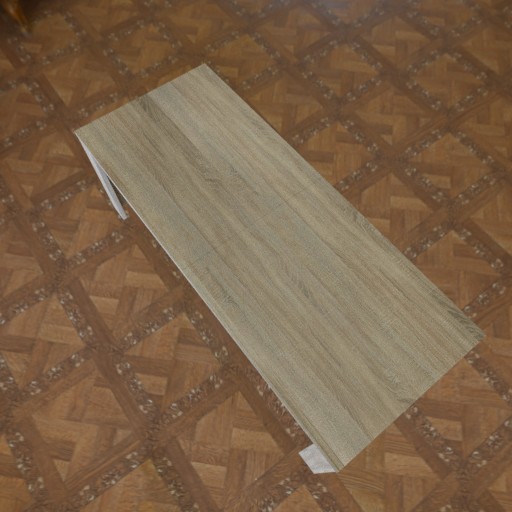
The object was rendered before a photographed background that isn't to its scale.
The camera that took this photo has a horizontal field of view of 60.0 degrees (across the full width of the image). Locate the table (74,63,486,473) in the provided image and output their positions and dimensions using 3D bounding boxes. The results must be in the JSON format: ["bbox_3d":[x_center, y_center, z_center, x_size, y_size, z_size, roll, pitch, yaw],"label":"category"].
[{"bbox_3d":[0.000,0.000,2.597,0.900,0.790,2.200,-35,68,-16],"label":"table"}]
